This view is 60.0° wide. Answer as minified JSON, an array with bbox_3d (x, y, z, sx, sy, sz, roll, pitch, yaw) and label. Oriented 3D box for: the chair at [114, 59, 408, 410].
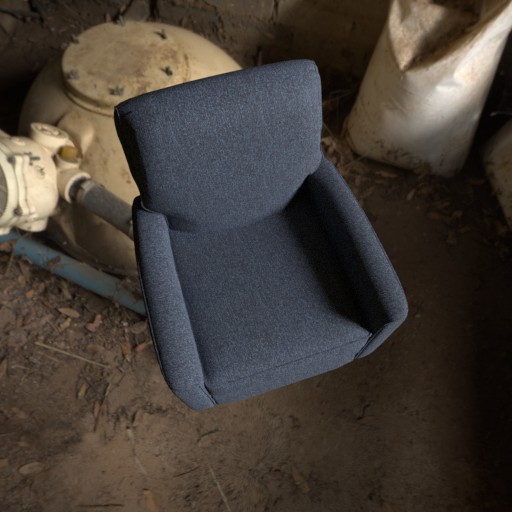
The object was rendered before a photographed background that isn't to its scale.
[{"bbox_3d":[0.000,0.000,1.633,0.839,1.016,0.850,-16,66,-8],"label":"chair"}]
